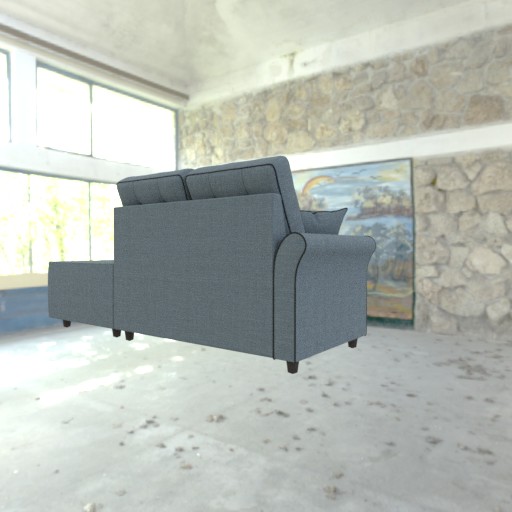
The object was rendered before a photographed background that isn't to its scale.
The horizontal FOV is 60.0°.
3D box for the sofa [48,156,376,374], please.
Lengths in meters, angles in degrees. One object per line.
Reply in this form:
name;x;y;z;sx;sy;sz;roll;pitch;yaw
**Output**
sofa;0.000;0.000;3.274;2.068;0.988;2.070;1;1;37
